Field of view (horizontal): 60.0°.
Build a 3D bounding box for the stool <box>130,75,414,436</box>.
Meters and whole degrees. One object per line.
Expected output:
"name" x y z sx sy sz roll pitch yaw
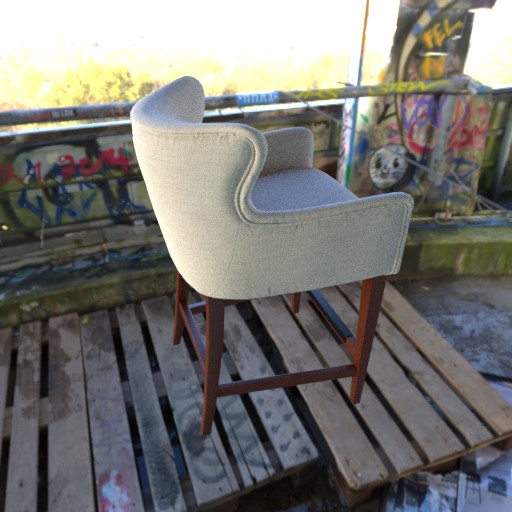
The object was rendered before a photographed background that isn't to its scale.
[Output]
"stool" 0.000 0.000 1.390 0.637 0.987 0.615 -11 34 -16
